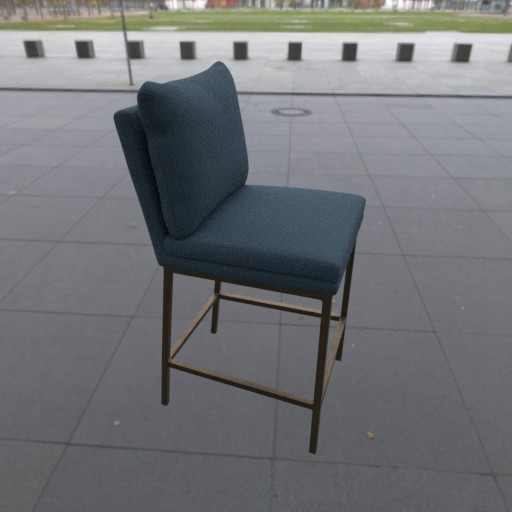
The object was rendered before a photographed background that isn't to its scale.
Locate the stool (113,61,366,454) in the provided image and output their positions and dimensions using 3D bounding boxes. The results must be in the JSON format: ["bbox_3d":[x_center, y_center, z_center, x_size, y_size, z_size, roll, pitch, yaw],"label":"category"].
[{"bbox_3d":[0.000,0.000,1.338,0.568,1.032,0.463,10,31,17],"label":"stool"}]
